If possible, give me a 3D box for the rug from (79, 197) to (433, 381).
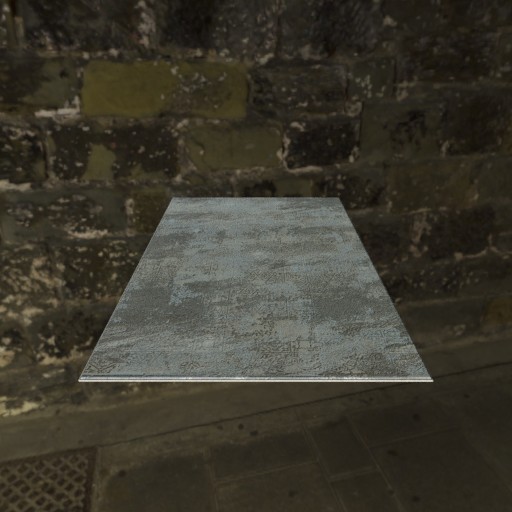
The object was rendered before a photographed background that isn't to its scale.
[{"bbox_3d":[0.000,0.000,3.006,1.536,0.012,2.431,0,26,0],"label":"rug"}]
